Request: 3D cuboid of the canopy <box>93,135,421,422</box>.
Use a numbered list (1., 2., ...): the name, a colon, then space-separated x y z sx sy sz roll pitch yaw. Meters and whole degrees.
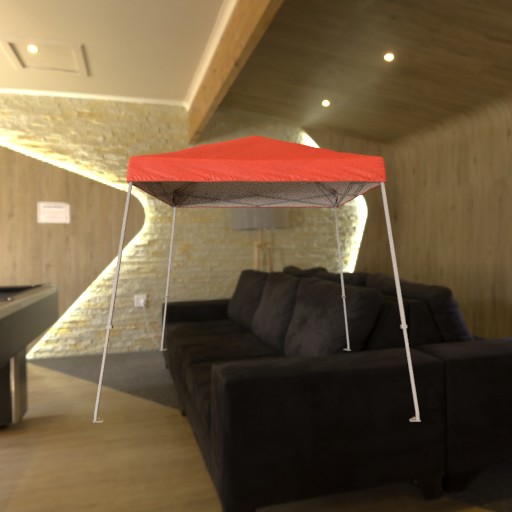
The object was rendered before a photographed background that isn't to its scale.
1. canopy: 0.000 0.000 5.256 2.849 2.850 2.850 0 1 0
